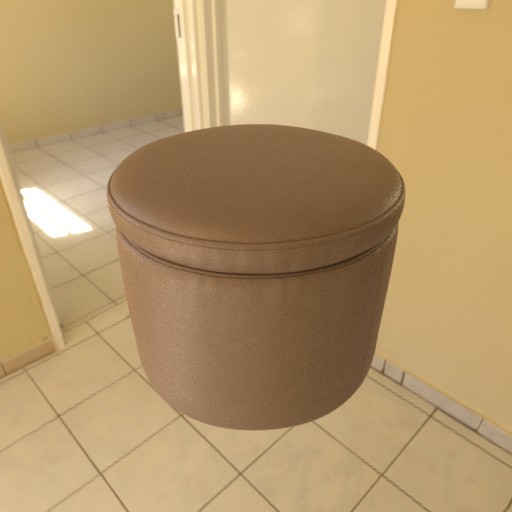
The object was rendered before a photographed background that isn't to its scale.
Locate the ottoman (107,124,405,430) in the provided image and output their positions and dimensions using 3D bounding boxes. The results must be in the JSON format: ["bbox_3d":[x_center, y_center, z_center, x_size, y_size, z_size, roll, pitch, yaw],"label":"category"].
[{"bbox_3d":[0.000,0.000,0.854,0.500,0.409,0.500,0,32,0],"label":"ottoman"}]
